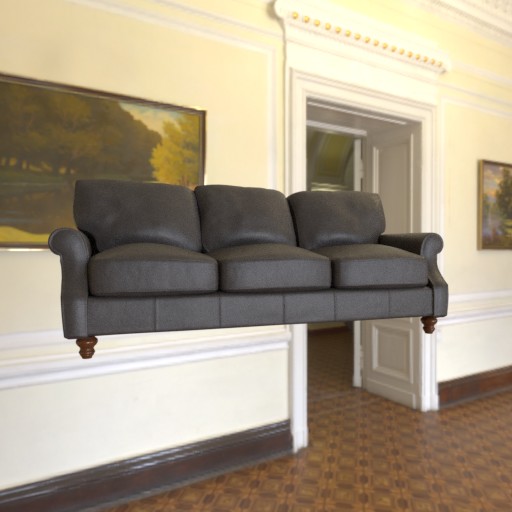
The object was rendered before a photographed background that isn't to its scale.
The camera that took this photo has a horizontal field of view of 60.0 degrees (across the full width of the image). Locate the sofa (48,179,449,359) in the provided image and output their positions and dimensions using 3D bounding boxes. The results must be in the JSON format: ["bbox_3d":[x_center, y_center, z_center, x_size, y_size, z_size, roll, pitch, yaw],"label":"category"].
[{"bbox_3d":[0.000,0.000,2.856,2.387,0.977,0.974,0,1,-18],"label":"sofa"}]
